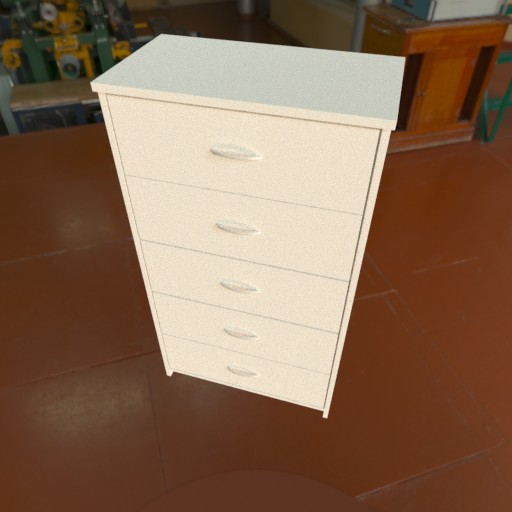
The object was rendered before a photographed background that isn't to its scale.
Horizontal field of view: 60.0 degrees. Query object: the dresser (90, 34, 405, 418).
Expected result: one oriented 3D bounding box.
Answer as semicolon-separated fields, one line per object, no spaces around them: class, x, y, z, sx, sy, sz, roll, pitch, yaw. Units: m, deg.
dresser;0.000;0.000;1.525;0.704;1.255;0.399;11;44;12
